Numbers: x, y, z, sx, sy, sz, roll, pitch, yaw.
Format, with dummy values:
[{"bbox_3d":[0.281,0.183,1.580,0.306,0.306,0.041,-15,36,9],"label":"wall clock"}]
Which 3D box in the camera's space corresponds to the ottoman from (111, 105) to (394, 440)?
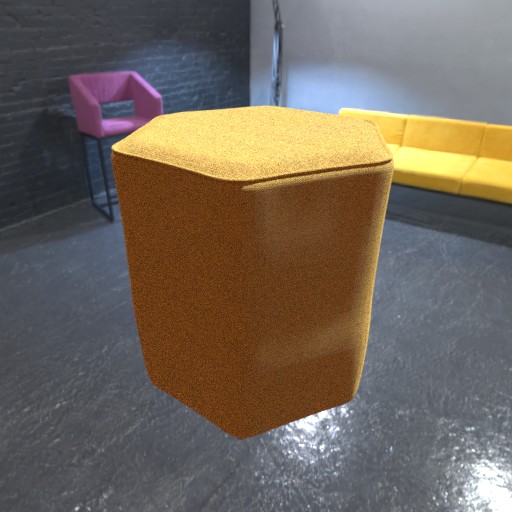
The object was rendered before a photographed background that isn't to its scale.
[{"bbox_3d":[0.000,0.000,0.878,0.494,0.502,0.443,20,35,32],"label":"ottoman"}]
